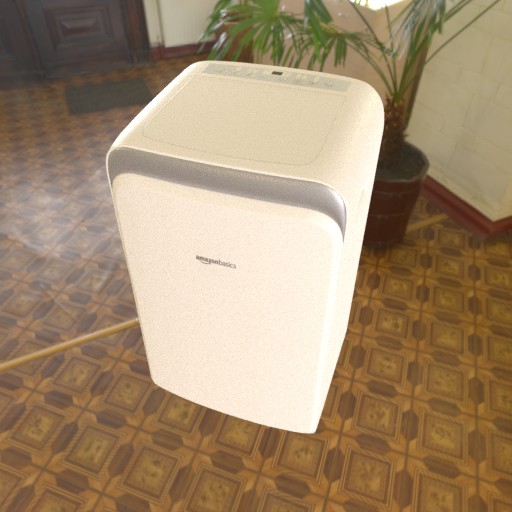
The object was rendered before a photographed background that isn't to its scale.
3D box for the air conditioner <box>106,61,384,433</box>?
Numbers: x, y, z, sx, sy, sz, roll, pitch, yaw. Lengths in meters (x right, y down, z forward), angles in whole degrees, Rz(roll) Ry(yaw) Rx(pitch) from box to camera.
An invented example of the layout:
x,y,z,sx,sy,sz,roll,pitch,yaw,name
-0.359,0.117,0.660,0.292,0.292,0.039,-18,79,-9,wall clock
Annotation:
x,y,z,sx,sy,sz,roll,pitch,yaw,name
0.000,0.000,1.049,0.478,0.765,0.467,13,44,14,air conditioner
